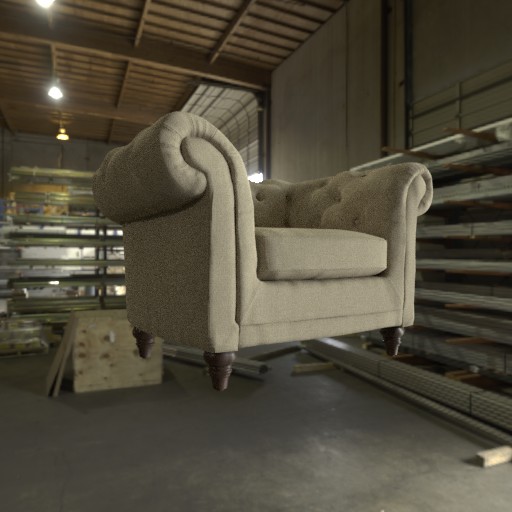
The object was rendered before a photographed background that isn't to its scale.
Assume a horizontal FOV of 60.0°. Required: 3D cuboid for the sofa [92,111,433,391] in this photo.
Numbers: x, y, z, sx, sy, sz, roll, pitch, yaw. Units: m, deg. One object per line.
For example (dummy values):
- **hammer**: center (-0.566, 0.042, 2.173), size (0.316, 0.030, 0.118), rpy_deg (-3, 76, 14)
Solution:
- **sofa**: center (0.000, 0.000, 2.030), size (1.405, 0.878, 1.034), rpy_deg (0, 0, -35)
